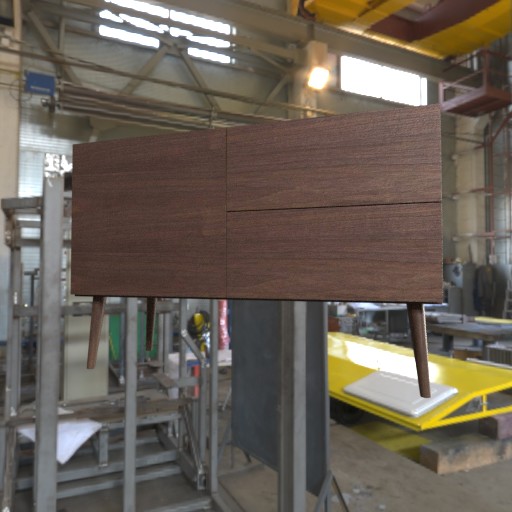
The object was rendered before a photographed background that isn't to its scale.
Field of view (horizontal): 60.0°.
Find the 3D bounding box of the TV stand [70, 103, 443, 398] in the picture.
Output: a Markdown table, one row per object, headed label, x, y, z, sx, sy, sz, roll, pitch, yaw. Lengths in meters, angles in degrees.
| label | x | y | z | sx | sy | sz | roll | pitch | yaw |
| --- | --- | --- | --- | --- | --- | --- | --- | --- | --- |
| TV stand | 0.000 | 0.000 | 1.311 | 0.990 | 0.660 | 0.405 | -1 | -2 | 19 |
